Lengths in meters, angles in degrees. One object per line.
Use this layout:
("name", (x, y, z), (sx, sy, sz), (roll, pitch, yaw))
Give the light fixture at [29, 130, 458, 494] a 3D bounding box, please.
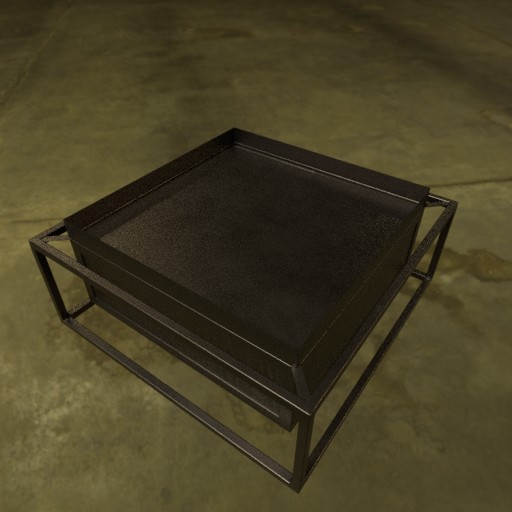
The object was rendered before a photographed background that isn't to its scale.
("light fixture", (0.000, 0.000, 0.677), (0.441, 0.191, 0.441), (25, 46, 27))
